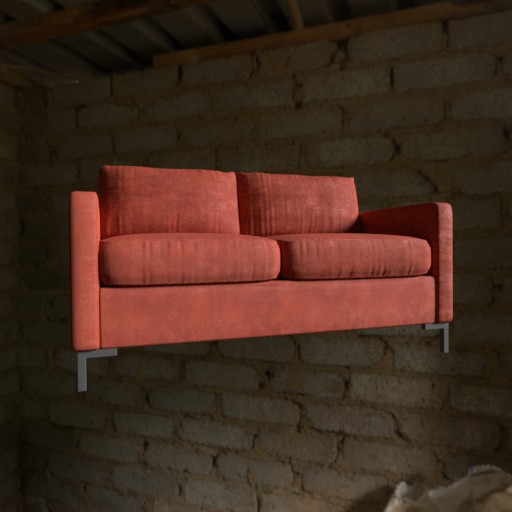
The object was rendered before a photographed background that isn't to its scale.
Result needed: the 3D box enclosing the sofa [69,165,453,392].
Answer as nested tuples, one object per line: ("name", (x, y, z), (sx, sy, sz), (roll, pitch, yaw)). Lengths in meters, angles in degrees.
("sofa", (0.000, 0.000, 2.079), (1.574, 0.896, 0.864), (0, 0, -19))
